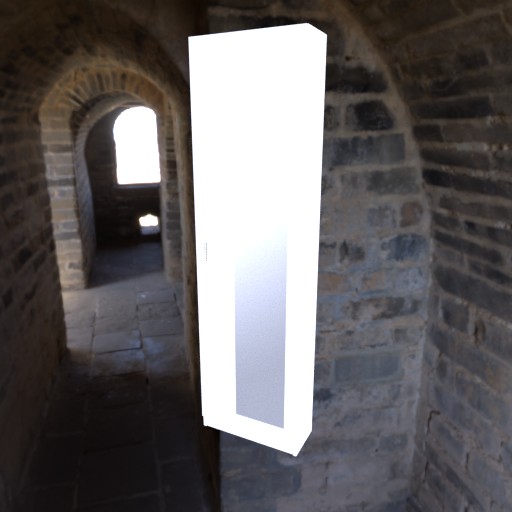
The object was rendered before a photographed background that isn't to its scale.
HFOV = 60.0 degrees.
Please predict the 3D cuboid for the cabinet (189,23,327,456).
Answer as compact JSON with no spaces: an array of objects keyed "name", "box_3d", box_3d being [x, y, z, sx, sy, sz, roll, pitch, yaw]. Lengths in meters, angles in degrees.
[{"name":"cabinet","box_3d":[0.000,0.000,1.971,0.500,1.790,0.230,8,17,26]}]
